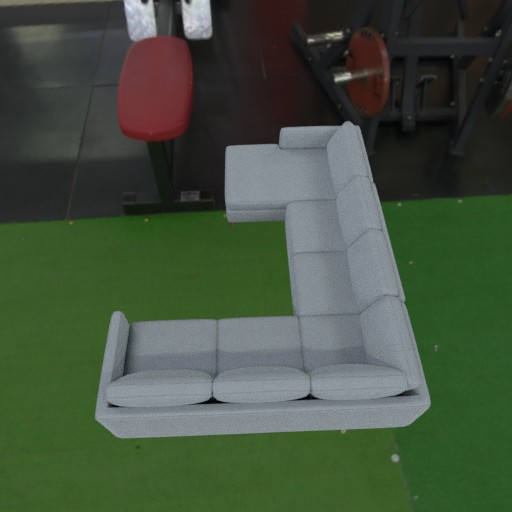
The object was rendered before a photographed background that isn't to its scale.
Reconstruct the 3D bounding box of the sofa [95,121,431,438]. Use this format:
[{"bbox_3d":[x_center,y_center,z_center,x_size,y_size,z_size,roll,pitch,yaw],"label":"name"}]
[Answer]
[{"bbox_3d":[0.000,0.000,4.408,2.551,0.853,3.238,-2,55,-1],"label":"sofa"}]
